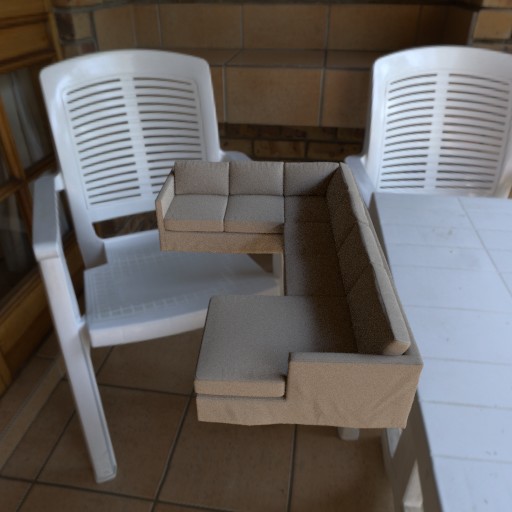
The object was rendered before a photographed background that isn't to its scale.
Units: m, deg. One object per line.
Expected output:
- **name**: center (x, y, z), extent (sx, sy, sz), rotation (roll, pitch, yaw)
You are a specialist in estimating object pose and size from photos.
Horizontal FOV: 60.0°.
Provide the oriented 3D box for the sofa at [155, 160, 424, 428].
- **sofa**: center (0.000, 0.000, 4.594), extent (2.427, 0.882, 3.460), rotation (1, 33, 2)
